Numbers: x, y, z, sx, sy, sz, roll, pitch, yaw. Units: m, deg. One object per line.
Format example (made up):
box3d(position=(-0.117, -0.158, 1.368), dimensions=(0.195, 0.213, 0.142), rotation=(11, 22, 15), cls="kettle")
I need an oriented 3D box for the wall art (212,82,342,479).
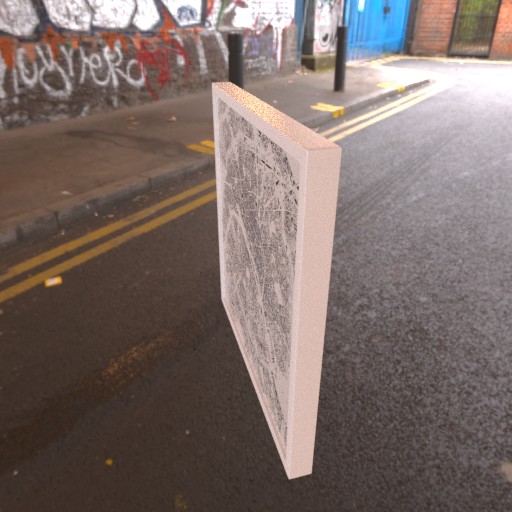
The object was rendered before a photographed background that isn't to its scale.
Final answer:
box3d(position=(0.000, 0.000, 0.774), dimensions=(0.038, 0.508, 0.508), rotation=(-8, 30, -14), cls="wall art")
